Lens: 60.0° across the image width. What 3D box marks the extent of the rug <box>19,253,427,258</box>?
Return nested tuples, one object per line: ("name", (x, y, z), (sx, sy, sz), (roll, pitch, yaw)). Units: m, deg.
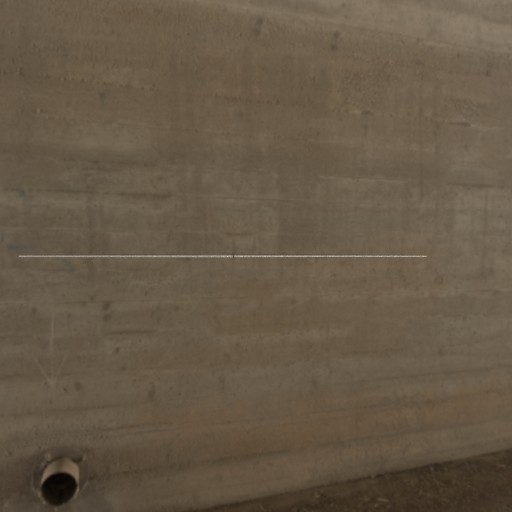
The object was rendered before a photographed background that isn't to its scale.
("rug", (0.000, 0.000, 3.447), (1.819, 0.018, 2.746), (0, 0, 37))
